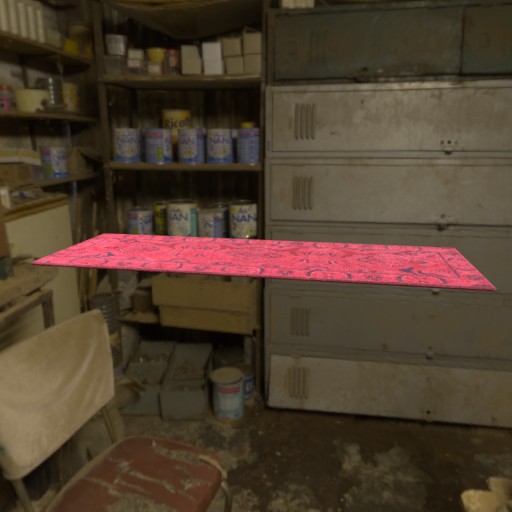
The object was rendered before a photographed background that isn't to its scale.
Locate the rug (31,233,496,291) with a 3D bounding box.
[{"bbox_3d":[0.000,0.000,2.671,2.439,0.018,0.813,3,15,10],"label":"rug"}]
